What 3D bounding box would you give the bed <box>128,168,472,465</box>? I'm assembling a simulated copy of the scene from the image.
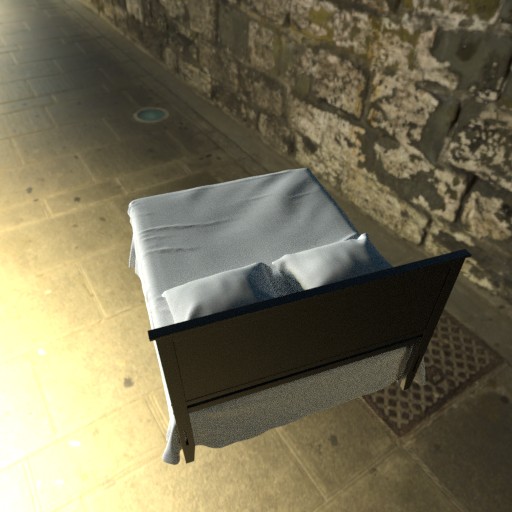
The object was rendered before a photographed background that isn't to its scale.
[{"bbox_3d":[0.000,0.000,3.210,1.870,1.270,2.050,-13,44,-14],"label":"bed"}]
